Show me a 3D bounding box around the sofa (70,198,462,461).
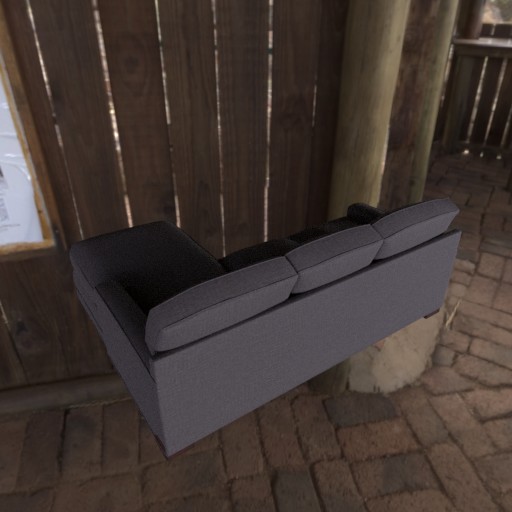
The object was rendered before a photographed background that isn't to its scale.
[{"bbox_3d":[0.000,0.000,3.347,2.370,0.973,1.790,-19,35,-29],"label":"sofa"}]
